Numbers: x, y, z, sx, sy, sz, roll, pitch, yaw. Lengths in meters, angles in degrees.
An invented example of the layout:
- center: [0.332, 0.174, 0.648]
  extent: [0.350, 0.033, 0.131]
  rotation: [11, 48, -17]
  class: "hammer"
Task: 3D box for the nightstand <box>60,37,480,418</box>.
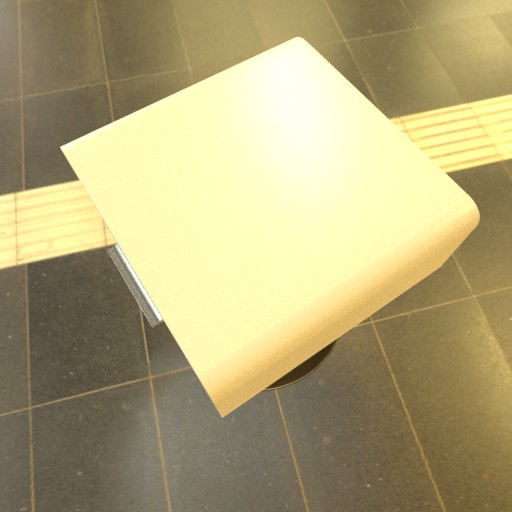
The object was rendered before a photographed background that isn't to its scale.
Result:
- center: [0.000, 0.000, 0.756]
  extent: [0.404, 0.447, 0.399]
  rotation: [-31, 68, -14]
  class: "nightstand"
